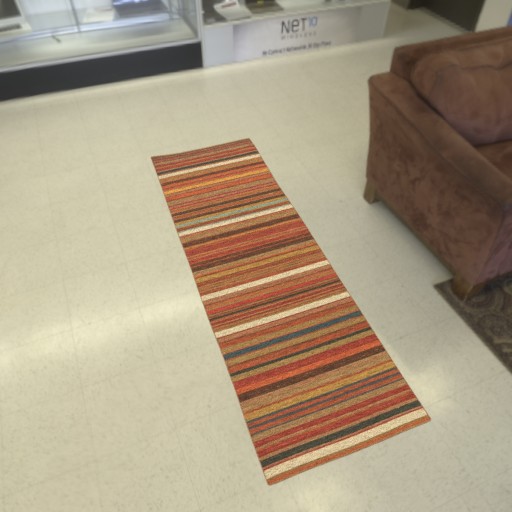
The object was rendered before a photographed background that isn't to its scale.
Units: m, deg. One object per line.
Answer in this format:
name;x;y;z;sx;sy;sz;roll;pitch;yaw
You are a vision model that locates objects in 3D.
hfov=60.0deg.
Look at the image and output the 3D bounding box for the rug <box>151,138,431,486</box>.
rug;0.000;0.000;2.683;0.799;0.030;2.444;-15;49;-14
